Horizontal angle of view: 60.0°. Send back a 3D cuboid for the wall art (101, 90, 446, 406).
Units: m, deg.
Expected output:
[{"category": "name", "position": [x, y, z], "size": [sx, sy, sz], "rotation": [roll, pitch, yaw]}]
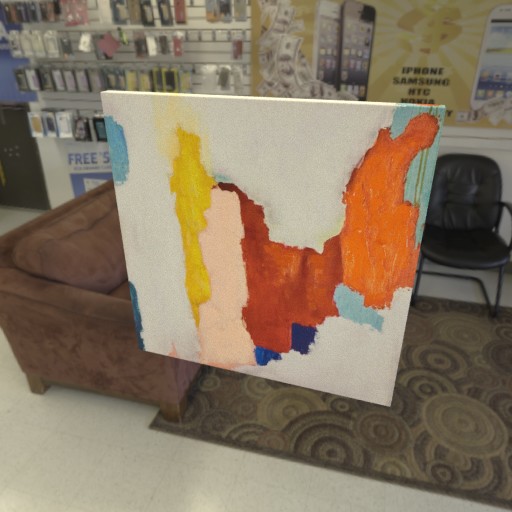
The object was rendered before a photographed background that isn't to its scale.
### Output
[{"category": "wall art", "position": [0.000, 0.000, 1.201], "size": [0.814, 0.814, 0.037], "rotation": [8, 28, 16]}]
